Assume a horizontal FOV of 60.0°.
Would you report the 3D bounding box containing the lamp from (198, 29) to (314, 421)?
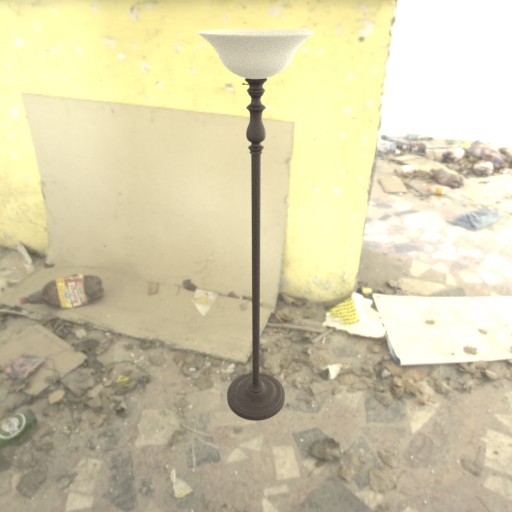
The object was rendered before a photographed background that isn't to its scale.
[{"bbox_3d":[0.000,0.000,1.986,0.405,1.797,0.405,20,35,31],"label":"lamp"}]
